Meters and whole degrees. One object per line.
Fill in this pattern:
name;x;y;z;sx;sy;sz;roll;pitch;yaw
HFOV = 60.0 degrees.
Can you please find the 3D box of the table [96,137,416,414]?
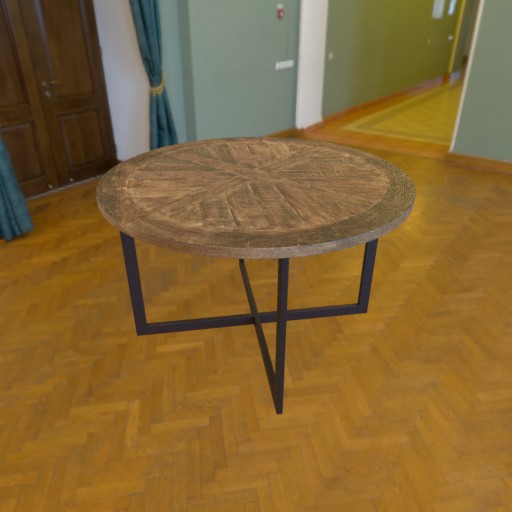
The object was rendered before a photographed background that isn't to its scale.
table;0.000;0.000;2.019;1.264;0.762;1.264;0;29;0
